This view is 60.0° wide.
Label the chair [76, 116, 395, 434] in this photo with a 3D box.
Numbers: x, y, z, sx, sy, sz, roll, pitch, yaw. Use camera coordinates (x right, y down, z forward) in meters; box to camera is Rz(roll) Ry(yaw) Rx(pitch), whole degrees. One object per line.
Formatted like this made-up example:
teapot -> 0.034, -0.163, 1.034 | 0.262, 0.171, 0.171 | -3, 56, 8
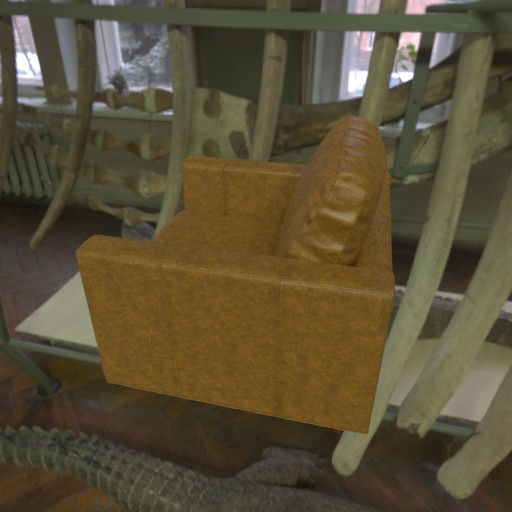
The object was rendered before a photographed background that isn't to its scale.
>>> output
chair -> 0.000, 0.000, 1.630 | 0.909, 0.956, 0.890 | 7, 31, 12
